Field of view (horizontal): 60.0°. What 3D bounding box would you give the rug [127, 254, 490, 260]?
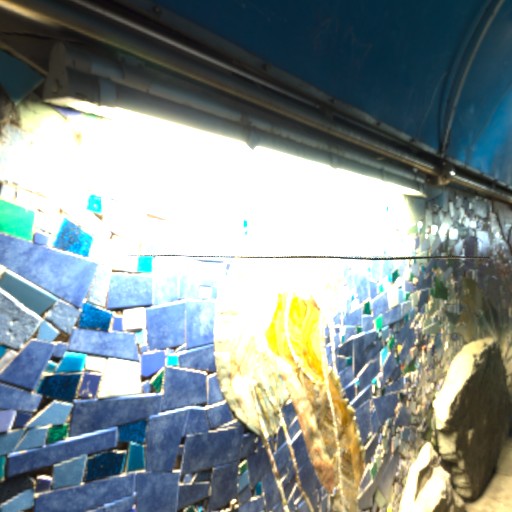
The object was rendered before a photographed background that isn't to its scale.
[{"bbox_3d":[0.000,0.000,2.693,0.762,0.013,2.439,0,0,-35],"label":"rug"}]
